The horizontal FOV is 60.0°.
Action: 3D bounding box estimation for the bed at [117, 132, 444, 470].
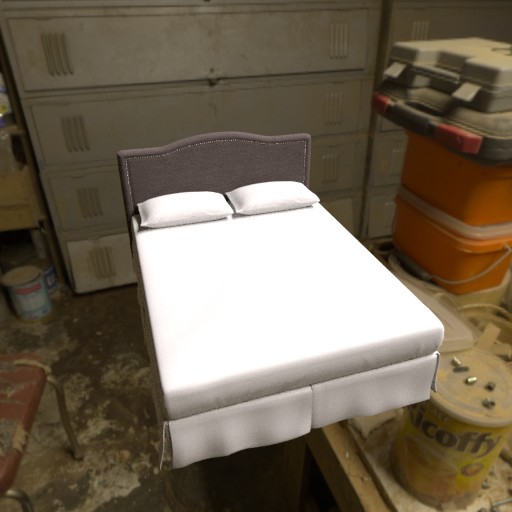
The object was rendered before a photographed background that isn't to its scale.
[{"bbox_3d":[0.000,0.000,3.885,2.161,1.457,2.689,-9,33,-15],"label":"bed"}]
